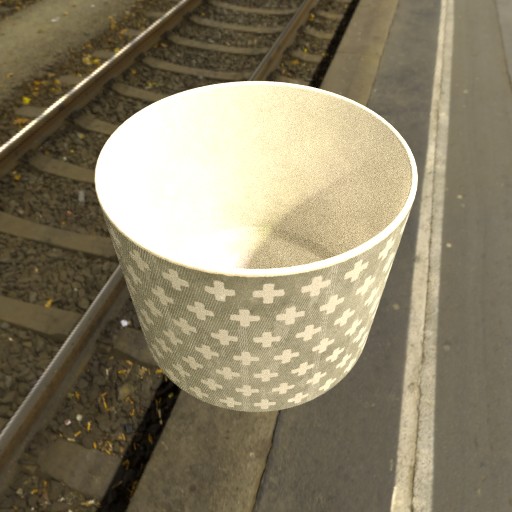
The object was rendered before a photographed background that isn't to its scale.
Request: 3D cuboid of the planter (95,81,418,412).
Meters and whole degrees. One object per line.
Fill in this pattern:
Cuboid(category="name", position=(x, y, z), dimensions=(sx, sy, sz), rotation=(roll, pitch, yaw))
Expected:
Cuboid(category="planter", position=(0.000, 0.000, 0.440), dimensions=(0.250, 0.239, 0.250), rotation=(0, 47, 0))
